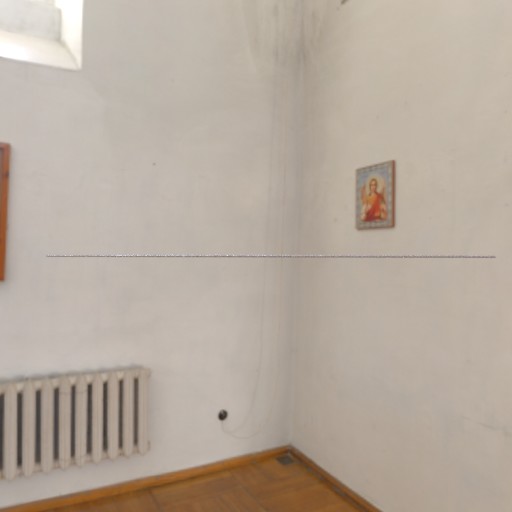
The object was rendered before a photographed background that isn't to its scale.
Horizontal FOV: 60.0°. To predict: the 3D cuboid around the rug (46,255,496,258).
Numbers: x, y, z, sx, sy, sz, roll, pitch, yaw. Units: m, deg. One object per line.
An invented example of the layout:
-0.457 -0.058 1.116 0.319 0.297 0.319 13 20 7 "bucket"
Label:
0.000 0.000 2.492 2.294 0.011 0.666 0 0 17 "rug"
